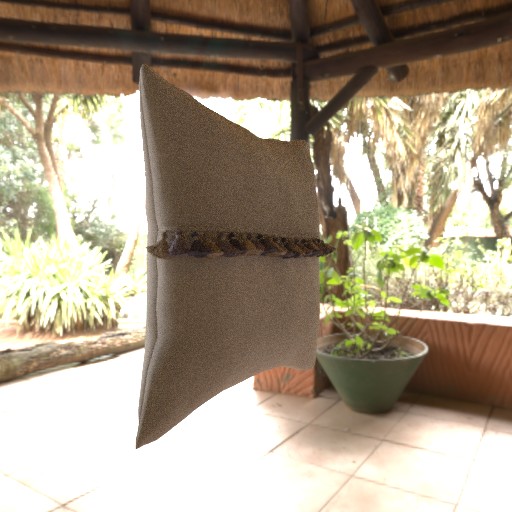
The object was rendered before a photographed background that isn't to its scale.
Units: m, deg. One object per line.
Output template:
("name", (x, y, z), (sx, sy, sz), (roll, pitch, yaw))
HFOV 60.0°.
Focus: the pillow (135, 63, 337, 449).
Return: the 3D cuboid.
("pillow", (0.000, 0.000, 0.739), (0.165, 0.481, 0.489), (0, 0, 33))
